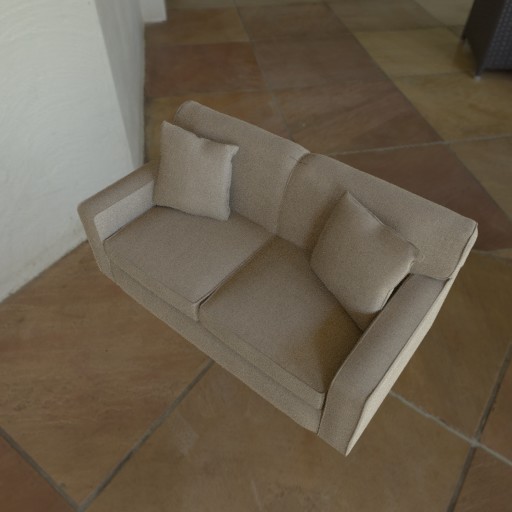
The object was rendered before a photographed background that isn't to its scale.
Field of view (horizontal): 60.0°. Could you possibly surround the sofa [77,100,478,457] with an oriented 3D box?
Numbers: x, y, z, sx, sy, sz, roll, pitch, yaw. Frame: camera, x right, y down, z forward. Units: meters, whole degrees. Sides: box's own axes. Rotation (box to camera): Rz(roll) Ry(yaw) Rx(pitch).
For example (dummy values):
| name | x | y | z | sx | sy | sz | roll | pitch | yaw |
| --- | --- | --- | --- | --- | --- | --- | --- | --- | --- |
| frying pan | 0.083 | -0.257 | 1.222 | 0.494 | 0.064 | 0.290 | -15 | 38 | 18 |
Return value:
| name | x | y | z | sx | sy | sz | roll | pitch | yaw |
| --- | --- | --- | --- | --- | --- | --- | --- | --- | --- |
| sofa | 0.000 | 0.000 | 2.422 | 1.846 | 0.958 | 0.998 | 30 | 54 | 26 |
